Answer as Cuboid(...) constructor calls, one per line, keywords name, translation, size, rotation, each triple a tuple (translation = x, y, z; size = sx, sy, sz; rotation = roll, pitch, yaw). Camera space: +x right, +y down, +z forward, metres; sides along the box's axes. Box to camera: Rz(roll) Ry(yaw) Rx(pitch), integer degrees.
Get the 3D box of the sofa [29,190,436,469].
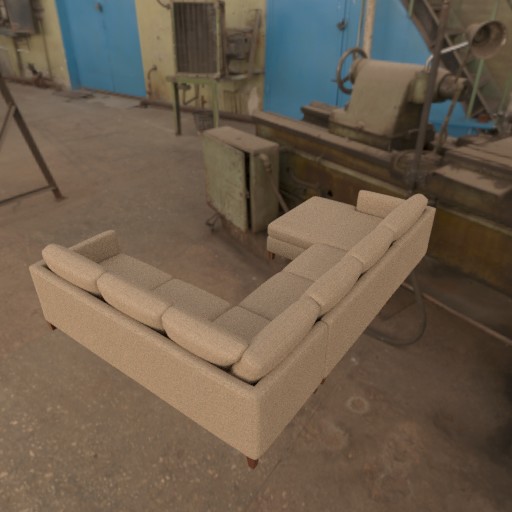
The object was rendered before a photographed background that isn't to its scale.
Cuboid(name="sofa", translation=(0.000, 0.000, 4.537), size=(2.551, 0.889, 3.403), rotation=(21, 37, 31))
